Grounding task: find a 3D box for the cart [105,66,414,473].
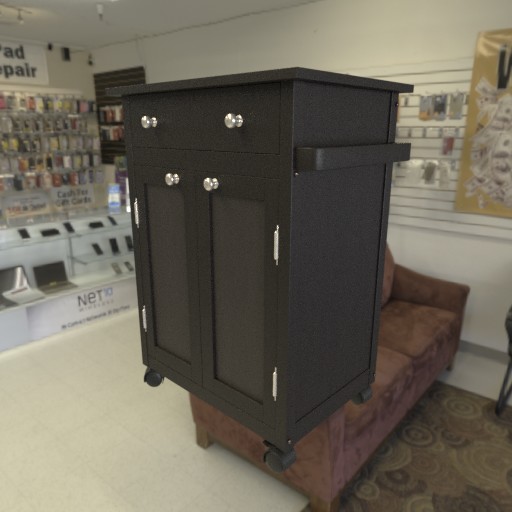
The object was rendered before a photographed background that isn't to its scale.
[{"bbox_3d":[0.000,0.000,1.226,0.660,0.879,0.456,15,22,41],"label":"cart"}]
